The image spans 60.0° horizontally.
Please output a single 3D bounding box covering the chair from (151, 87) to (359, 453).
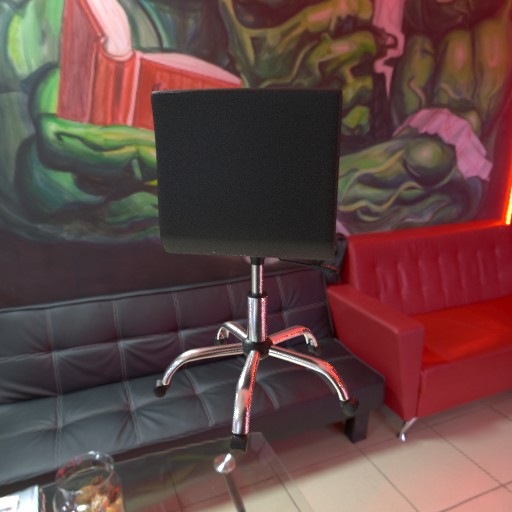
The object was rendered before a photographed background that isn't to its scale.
[{"bbox_3d":[0.000,0.000,1.132,0.556,0.780,0.530,3,16,9],"label":"chair"}]
